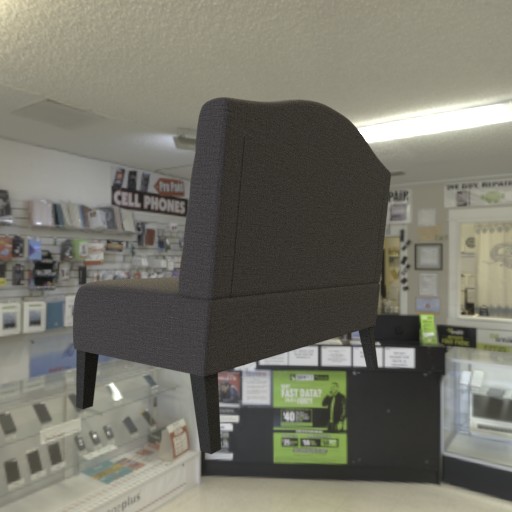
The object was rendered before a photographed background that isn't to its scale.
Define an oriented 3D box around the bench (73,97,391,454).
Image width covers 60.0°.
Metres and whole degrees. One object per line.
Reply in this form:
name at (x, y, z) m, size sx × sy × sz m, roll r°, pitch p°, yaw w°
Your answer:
bench at (0.000, 0.000, 2.012) m, size 0.815 × 1.180 × 1.335 m, roll -1°, pitch -1°, yaw 37°
